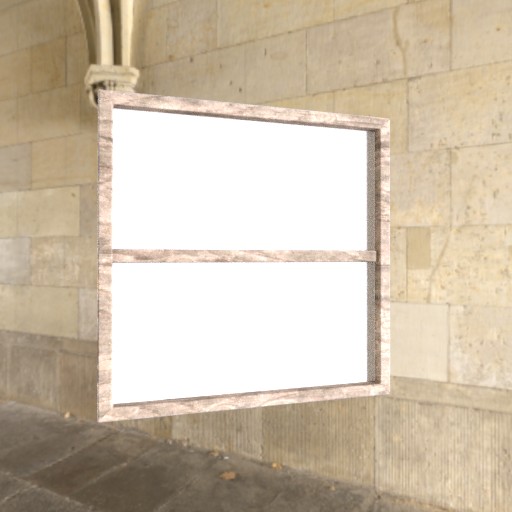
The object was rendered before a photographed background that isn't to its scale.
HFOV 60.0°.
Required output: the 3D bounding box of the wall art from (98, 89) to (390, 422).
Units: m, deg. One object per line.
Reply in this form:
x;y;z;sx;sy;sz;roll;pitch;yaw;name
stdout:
0.000;0.000;1.111;0.747;0.747;0.035;0;0;-16;wall art
